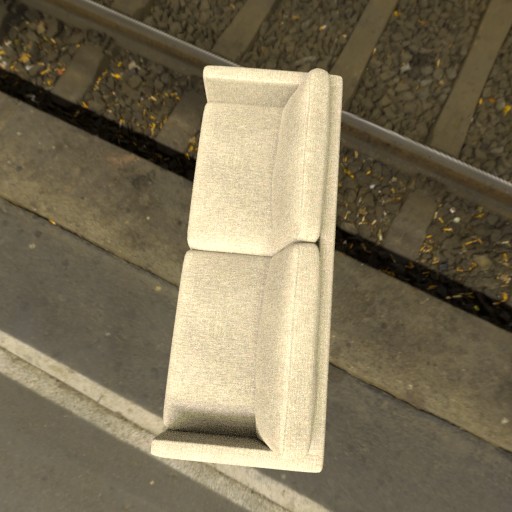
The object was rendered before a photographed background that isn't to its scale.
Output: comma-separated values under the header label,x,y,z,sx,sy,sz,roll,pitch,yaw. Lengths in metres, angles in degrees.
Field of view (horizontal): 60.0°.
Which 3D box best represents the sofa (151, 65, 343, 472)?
label,x,y,z,sx,sy,sz,roll,pitch,yaw
sofa,0.000,0.000,2.886,0.948,0.951,2.434,5,76,1
